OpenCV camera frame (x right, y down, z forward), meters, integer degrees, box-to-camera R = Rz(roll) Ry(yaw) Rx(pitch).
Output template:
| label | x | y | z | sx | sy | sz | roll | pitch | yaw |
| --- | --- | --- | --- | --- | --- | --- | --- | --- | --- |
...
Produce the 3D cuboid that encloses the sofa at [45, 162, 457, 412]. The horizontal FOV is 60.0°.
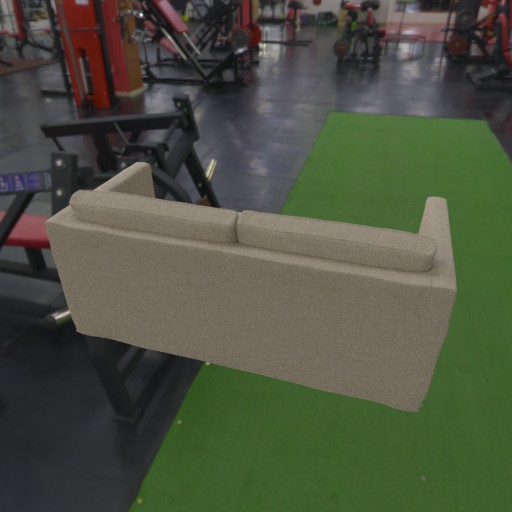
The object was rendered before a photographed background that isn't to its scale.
| label | x | y | z | sx | sy | sz | roll | pitch | yaw |
| --- | --- | --- | --- | --- | --- | --- | --- | --- | --- |
| sofa | 0.000 | 0.000 | 2.506 | 1.987 | 0.847 | 0.956 | 9 | 33 | 15 |
